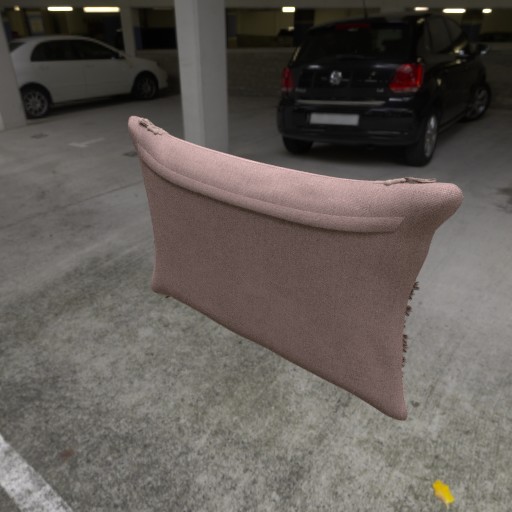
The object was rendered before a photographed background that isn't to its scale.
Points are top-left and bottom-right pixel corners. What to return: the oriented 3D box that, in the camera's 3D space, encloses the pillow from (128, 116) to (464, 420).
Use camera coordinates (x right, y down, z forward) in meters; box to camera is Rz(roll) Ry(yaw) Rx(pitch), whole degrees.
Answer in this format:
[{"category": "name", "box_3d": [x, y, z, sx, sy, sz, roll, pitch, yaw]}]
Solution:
[{"category": "pillow", "box_3d": [0.000, 0.000, 0.586, 0.466, 0.305, 0.084, 21, 36, 32]}]
